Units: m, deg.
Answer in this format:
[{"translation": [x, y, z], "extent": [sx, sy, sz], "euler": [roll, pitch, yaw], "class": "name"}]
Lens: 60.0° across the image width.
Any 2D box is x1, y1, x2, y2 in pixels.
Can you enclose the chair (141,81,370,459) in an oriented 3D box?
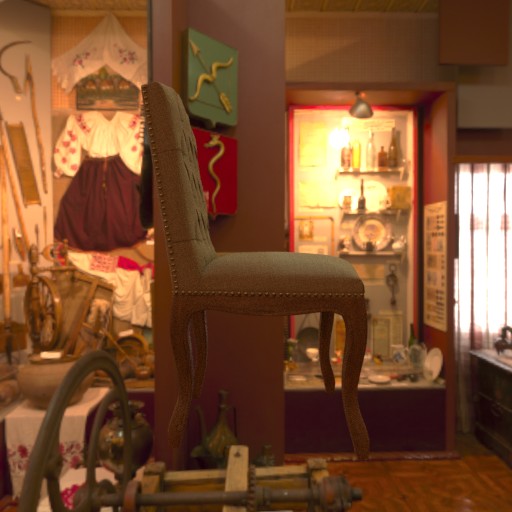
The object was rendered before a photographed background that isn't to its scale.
[{"translation": [0.000, 0.000, 1.616], "extent": [0.731, 1.191, 0.637], "euler": [0, 1, 0], "class": "chair"}]
